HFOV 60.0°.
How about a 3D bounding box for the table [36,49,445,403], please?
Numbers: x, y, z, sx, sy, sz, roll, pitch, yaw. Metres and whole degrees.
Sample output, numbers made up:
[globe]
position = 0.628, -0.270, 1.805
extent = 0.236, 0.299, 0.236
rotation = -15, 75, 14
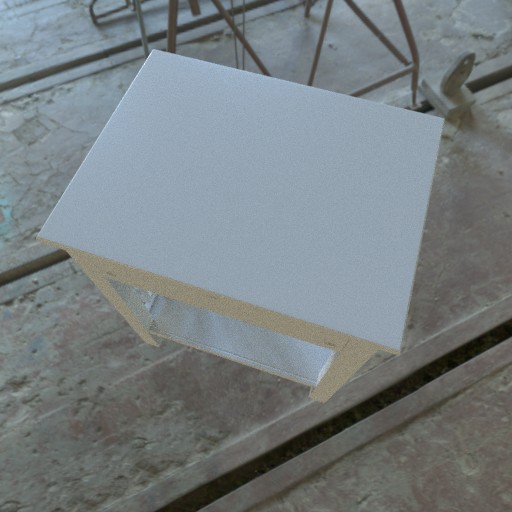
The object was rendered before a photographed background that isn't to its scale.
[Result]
[table]
position = 0.000, 0.000, 1.023
extent = 0.564, 0.646, 0.451
rotation = 17, 65, 8
